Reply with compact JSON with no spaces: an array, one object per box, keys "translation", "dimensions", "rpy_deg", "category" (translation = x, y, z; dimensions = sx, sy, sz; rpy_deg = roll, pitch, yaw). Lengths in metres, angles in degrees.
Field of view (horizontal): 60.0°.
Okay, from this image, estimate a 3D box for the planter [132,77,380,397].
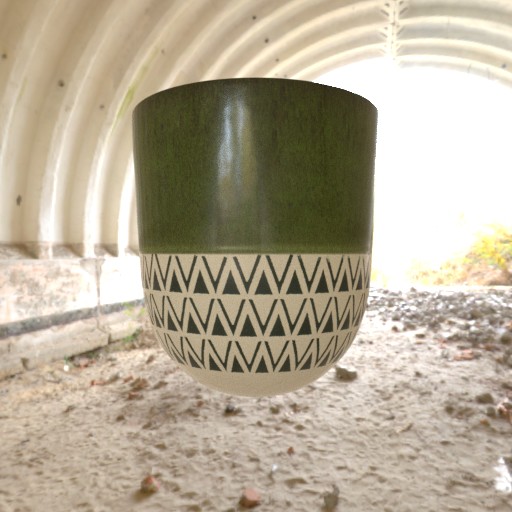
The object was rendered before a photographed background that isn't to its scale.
[{"translation":[0.000,0.000,0.455],"dimensions":[0.245,0.270,0.245],"rpy_deg":[0,0,0],"category":"planter"}]
